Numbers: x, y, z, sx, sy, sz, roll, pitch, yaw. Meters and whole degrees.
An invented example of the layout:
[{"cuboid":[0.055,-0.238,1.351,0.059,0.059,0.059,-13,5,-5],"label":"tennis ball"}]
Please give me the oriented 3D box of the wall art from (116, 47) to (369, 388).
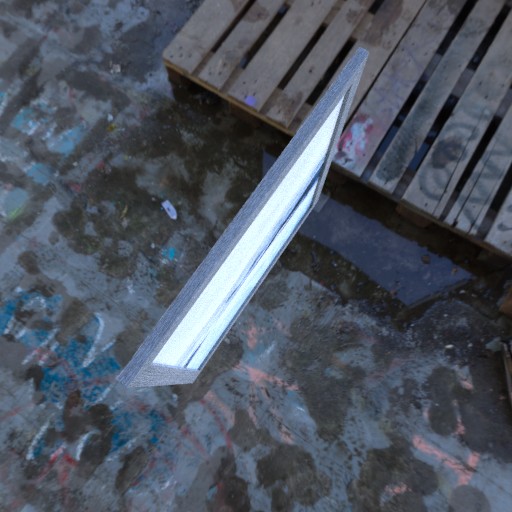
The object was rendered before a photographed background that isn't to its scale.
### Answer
[{"cuboid":[0.000,0.000,1.036,0.020,0.685,0.685,33,77,9],"label":"wall art"}]
